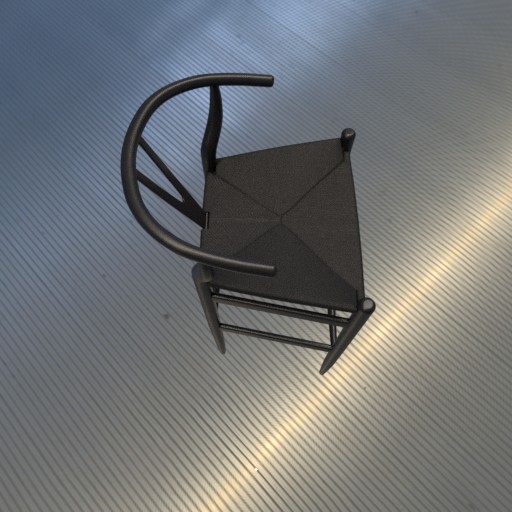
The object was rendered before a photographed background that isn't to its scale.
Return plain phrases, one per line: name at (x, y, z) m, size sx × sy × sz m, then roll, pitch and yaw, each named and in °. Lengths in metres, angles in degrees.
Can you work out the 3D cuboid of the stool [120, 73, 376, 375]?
stool at (0.000, 0.000, 1.426) m, size 0.579 × 1.072 × 0.569 m, roll 0°, pitch 64°, yaw 0°
